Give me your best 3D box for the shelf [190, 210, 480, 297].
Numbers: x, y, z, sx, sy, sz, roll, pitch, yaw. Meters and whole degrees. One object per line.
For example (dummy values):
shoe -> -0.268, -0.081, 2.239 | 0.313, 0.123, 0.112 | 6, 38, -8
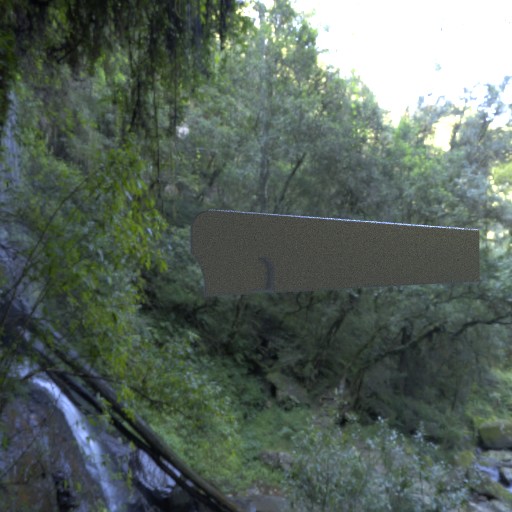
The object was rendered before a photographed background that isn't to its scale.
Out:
shelf -> 0.000, 0.000, 0.461 | 0.310, 0.050, 0.310 | 0, -1, -36
